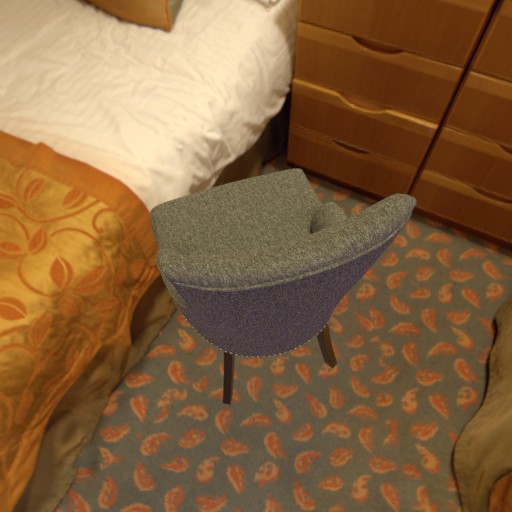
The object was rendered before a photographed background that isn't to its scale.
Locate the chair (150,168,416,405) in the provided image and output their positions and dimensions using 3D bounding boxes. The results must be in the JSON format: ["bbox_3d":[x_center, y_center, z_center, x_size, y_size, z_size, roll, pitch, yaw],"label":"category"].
[{"bbox_3d":[0.000,0.000,1.330,0.566,0.909,0.629,-16,60,-10],"label":"chair"}]
